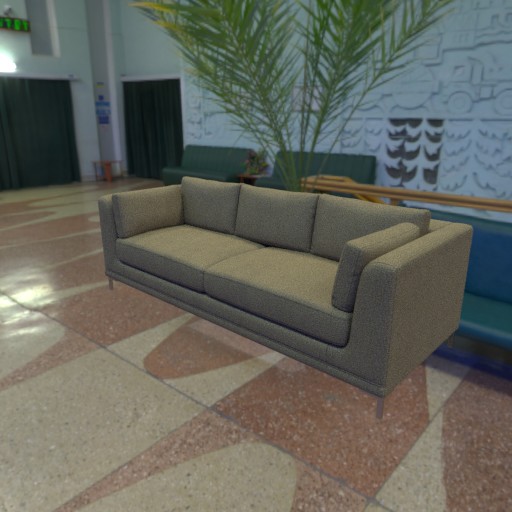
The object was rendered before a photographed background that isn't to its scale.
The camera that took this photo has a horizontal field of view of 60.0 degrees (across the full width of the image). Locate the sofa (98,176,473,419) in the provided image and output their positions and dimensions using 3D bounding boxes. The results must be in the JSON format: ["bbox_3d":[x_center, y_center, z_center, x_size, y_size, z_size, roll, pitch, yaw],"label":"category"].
[{"bbox_3d":[0.000,0.000,3.000,2.415,0.867,0.969,15,23,40],"label":"sofa"}]
